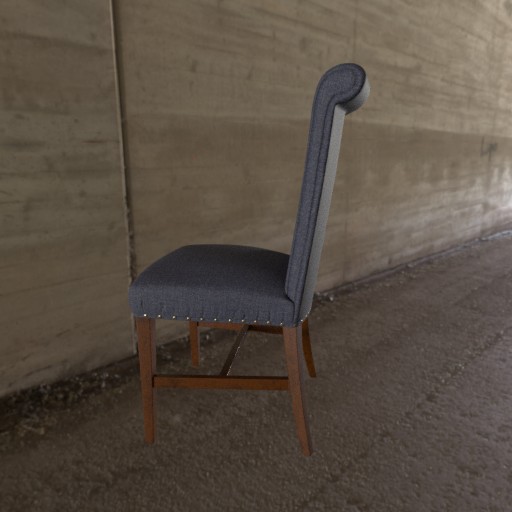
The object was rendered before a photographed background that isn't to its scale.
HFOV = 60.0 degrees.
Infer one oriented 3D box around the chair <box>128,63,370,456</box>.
[{"bbox_3d":[0.000,0.000,1.334,0.608,0.988,0.513,2,14,8],"label":"chair"}]
